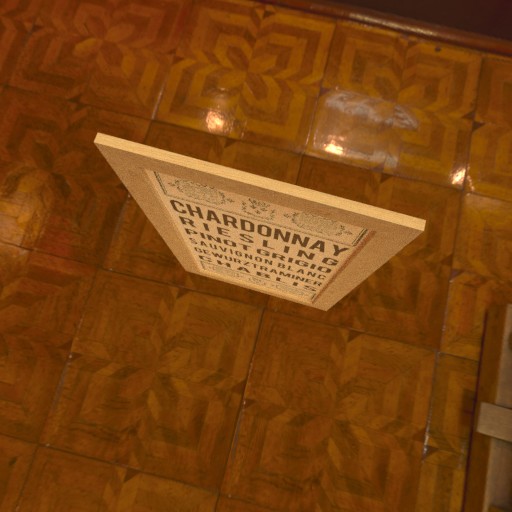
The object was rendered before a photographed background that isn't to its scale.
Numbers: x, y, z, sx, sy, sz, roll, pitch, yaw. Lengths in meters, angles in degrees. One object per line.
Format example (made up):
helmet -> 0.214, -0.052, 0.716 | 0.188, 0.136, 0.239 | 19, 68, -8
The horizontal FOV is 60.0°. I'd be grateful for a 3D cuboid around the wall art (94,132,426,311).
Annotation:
wall art -> 0.000, 0.000, 0.823 | 0.381, 0.683, 0.013 | 16, 76, 4
